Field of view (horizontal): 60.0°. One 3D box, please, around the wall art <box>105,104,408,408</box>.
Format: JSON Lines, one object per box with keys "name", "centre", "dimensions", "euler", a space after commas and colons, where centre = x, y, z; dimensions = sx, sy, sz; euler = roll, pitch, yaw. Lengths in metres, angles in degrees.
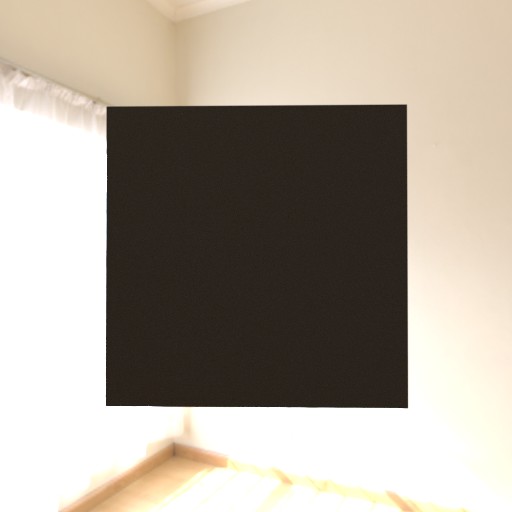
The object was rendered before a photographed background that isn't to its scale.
{"name": "wall art", "centre": [0.000, 0.000, 0.762], "dimensions": [0.507, 0.507, 0.038], "euler": [0, -1, 1]}
